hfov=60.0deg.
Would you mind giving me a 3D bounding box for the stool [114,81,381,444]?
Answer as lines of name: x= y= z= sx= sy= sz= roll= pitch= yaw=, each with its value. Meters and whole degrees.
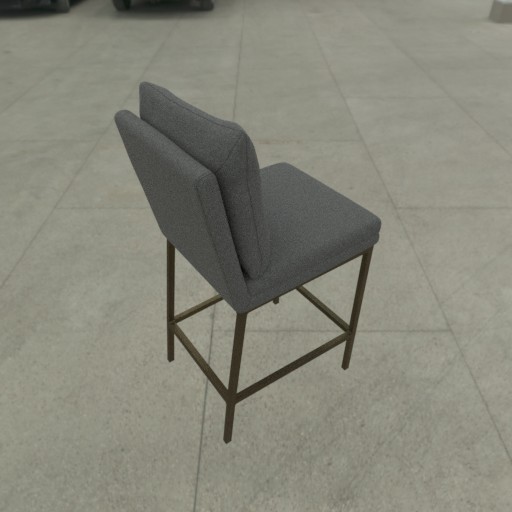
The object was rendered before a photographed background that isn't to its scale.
stool: x=0.000 y=0.000 z=1.360 sx=0.569 sy=1.030 sz=0.463 roll=-24 pitch=44 yaw=-27
